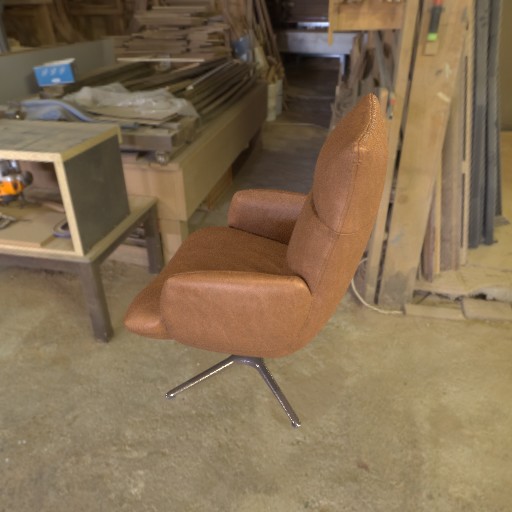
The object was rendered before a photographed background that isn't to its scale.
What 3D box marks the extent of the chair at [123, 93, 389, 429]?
[{"bbox_3d":[0.000,0.000,1.568,0.794,1.027,0.711,8,31,13],"label":"chair"}]
